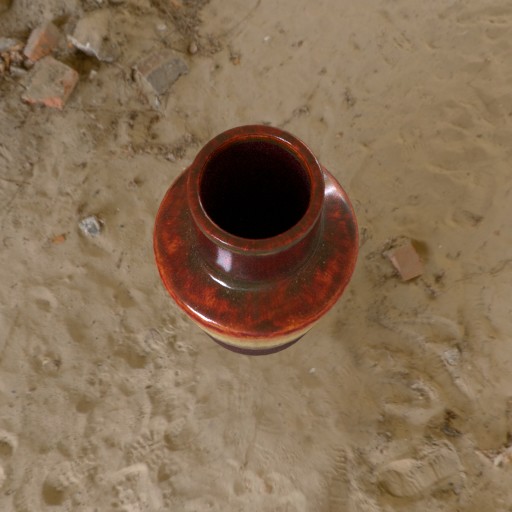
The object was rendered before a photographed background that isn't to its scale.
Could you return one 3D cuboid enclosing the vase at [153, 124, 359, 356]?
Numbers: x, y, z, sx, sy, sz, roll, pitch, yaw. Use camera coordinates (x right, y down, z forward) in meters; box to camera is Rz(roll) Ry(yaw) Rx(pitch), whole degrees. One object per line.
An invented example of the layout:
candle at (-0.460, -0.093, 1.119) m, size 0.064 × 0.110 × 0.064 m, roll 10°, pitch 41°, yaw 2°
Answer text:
vase at (0.000, 0.000, 0.269) m, size 0.108 × 0.204 × 0.108 m, roll 0°, pitch 74°, yaw 0°
